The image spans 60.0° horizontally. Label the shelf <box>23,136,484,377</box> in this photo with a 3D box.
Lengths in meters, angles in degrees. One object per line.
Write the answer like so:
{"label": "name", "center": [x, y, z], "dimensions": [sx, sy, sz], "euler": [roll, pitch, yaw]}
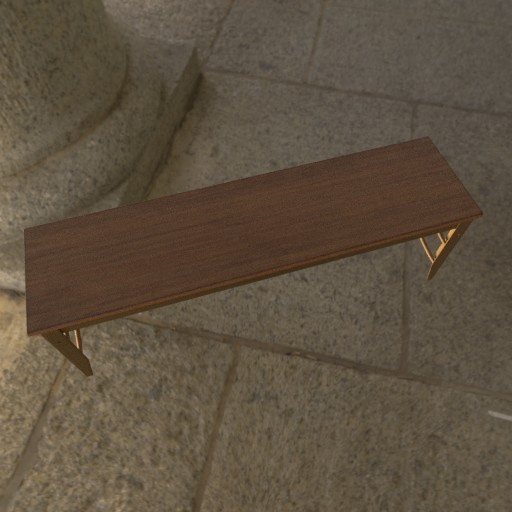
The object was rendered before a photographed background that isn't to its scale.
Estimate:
{"label": "shelf", "center": [0.000, 0.000, 0.712], "dimensions": [0.636, 0.190, 0.166], "euler": [-14, 59, -9]}
